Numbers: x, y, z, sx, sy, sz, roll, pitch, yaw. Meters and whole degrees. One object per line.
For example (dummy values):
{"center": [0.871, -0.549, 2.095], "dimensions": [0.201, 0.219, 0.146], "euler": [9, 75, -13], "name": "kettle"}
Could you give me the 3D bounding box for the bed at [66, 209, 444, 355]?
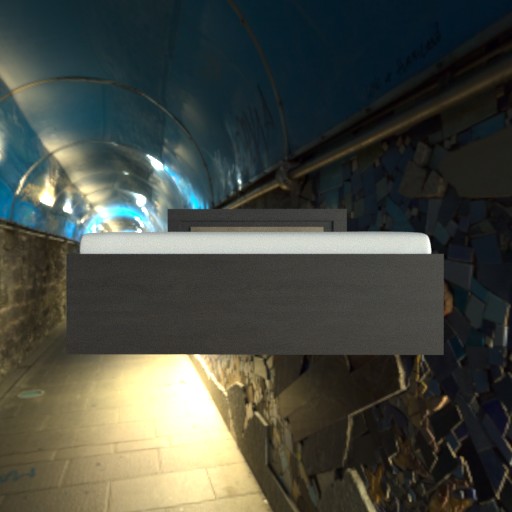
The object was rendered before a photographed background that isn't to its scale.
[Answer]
{"center": [0.000, 0.000, 2.898], "dimensions": [1.585, 0.823, 2.073], "euler": [0, 0, 0], "name": "bed"}
